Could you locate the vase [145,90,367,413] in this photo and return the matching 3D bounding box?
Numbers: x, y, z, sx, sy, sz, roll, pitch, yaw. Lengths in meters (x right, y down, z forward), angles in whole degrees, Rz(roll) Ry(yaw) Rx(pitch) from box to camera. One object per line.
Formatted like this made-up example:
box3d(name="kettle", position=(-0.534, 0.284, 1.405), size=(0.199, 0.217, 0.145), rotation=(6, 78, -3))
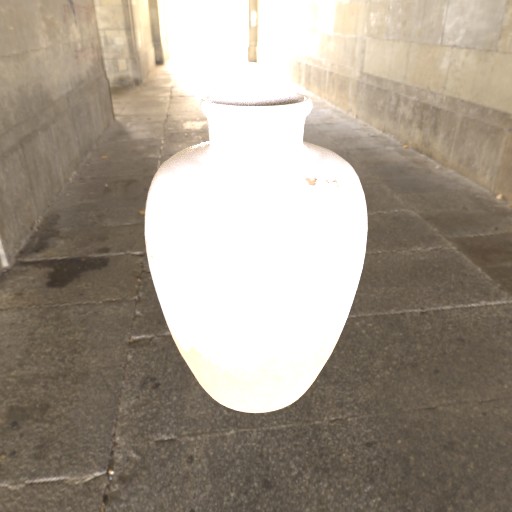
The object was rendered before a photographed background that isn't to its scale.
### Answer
box3d(name="vase", position=(0.000, 0.000, 0.334), size=(0.158, 0.228, 0.158), rotation=(0, 28, 0))
